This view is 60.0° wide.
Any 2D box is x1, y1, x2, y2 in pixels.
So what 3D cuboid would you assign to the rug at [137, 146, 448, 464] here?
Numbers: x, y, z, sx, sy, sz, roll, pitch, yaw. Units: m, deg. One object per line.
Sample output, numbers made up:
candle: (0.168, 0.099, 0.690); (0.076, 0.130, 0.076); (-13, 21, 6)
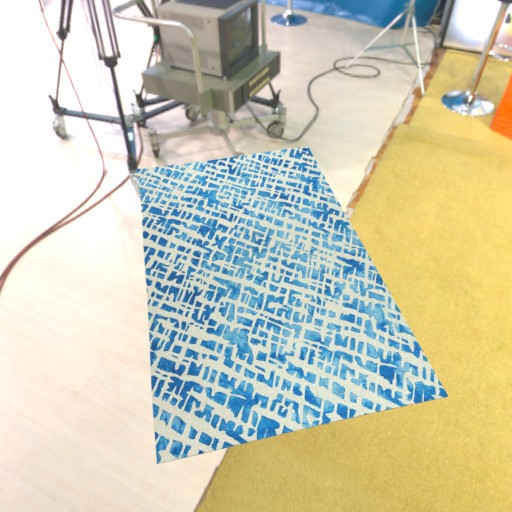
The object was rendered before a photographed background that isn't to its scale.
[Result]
rug: (0.000, 0.000, 3.037); (1.520, 0.011, 2.447); (-9, 47, -9)
